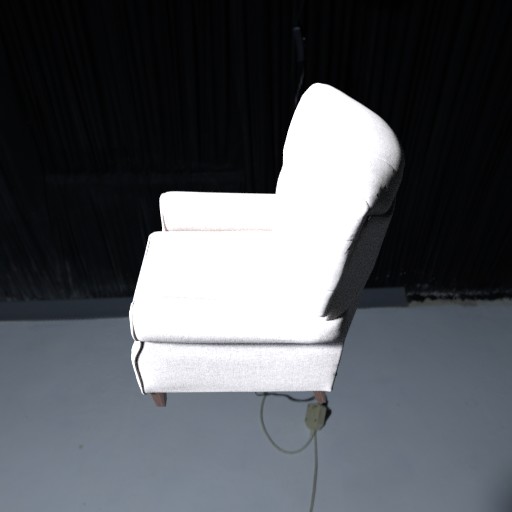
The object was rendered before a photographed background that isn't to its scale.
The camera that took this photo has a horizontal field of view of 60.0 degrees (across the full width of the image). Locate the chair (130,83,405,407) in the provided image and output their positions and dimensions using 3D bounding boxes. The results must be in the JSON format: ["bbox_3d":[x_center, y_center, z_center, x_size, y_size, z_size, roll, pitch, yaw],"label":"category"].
[{"bbox_3d":[0.000,0.000,1.896,1.025,1.209,0.942,0,41,0],"label":"chair"}]
